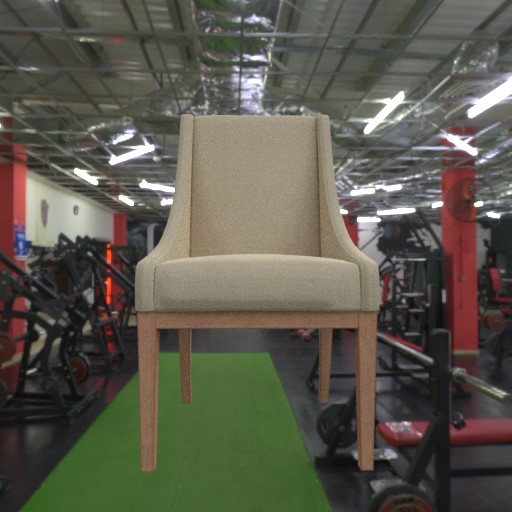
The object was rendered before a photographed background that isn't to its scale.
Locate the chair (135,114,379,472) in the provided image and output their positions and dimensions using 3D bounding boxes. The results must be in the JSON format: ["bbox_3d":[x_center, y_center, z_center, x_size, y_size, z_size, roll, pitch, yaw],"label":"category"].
[{"bbox_3d":[0.000,0.000,1.338,0.575,1.021,0.611,0,-1,-1],"label":"chair"}]
